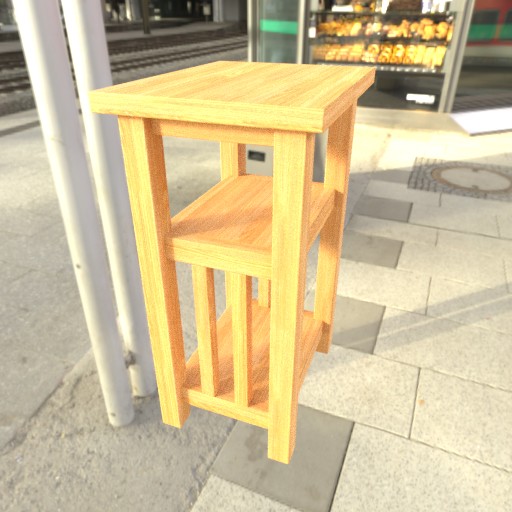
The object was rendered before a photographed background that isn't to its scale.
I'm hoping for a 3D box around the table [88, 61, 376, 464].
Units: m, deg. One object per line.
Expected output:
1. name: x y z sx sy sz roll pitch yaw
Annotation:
1. table: 0.000 0.000 0.730 0.270 0.550 0.350 11 31 18
